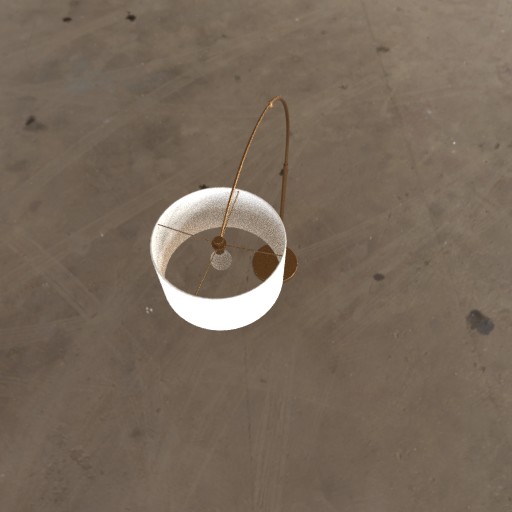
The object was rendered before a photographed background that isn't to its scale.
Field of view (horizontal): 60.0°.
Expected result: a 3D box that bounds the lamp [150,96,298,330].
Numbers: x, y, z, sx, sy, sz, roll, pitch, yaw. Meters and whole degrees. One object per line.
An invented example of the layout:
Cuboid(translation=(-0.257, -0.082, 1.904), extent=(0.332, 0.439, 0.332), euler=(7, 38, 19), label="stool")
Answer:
Cuboid(translation=(0.000, 0.000, 2.559), extent=(0.493, 1.927, 1.434), euler=(14, 59, 9), label="lamp")
